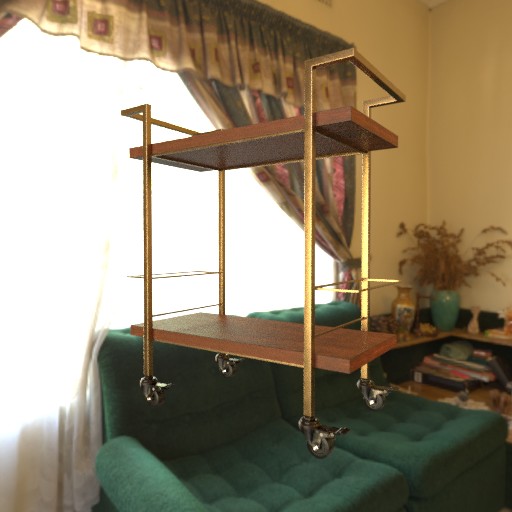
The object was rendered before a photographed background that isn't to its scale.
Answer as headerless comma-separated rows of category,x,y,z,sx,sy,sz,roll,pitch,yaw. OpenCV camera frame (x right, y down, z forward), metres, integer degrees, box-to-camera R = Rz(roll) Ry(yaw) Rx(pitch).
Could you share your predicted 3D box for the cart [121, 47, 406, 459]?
cart,0.000,0.000,1.180,0.695,0.807,0.364,1,2,35
